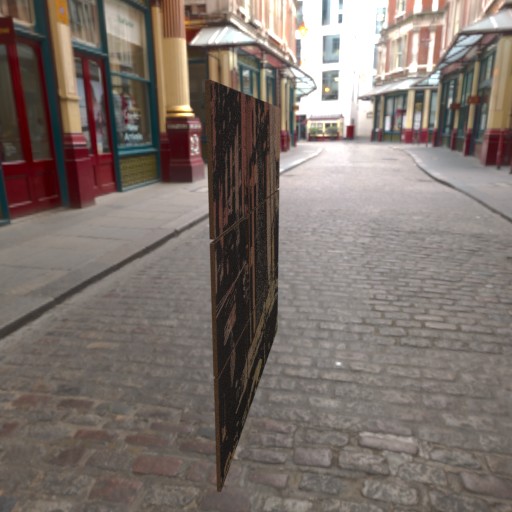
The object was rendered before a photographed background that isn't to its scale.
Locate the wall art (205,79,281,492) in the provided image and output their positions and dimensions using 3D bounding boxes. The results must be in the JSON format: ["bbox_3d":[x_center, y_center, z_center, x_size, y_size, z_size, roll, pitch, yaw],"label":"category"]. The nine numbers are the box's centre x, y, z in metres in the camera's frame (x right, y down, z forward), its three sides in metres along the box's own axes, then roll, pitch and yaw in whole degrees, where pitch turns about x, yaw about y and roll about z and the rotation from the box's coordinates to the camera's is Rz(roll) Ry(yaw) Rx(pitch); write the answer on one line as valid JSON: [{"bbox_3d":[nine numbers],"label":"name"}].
[{"bbox_3d":[0.000,0.000,2.269,0.017,1.521,1.527,3,16,11],"label":"wall art"}]
